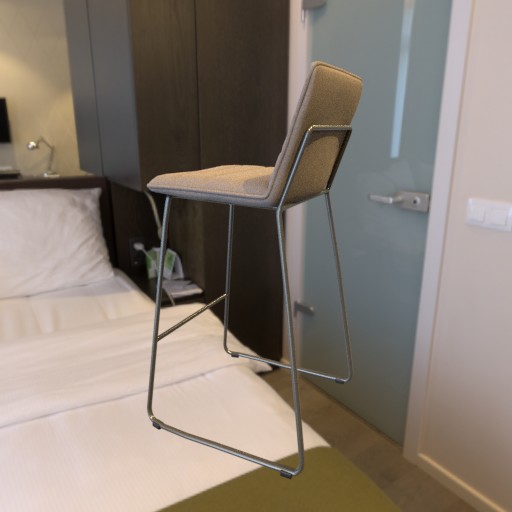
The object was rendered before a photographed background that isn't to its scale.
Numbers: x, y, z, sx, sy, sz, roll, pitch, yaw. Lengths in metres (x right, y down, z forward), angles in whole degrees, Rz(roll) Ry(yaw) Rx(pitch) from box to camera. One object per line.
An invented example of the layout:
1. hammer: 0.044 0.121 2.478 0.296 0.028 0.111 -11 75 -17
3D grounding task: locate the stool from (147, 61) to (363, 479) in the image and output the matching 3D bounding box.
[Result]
1. stool: 0.000 0.000 1.256 0.490 0.960 0.490 8 18 25
